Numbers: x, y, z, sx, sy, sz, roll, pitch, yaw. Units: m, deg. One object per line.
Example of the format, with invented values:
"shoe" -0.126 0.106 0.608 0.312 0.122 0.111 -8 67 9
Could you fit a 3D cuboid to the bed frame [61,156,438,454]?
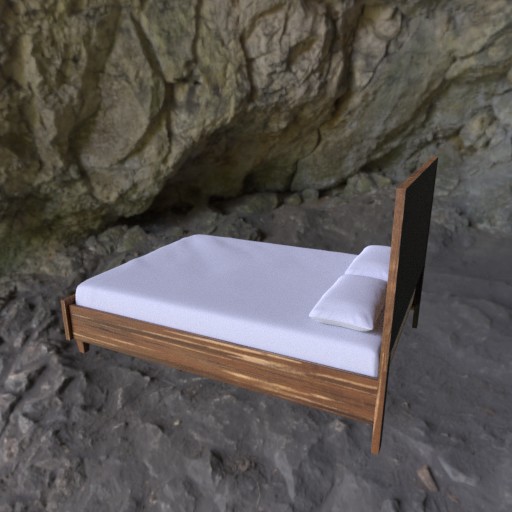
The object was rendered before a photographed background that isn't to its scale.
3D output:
"bed frame" 0.000 0.000 3.339 2.276 1.417 1.696 8 20 25
